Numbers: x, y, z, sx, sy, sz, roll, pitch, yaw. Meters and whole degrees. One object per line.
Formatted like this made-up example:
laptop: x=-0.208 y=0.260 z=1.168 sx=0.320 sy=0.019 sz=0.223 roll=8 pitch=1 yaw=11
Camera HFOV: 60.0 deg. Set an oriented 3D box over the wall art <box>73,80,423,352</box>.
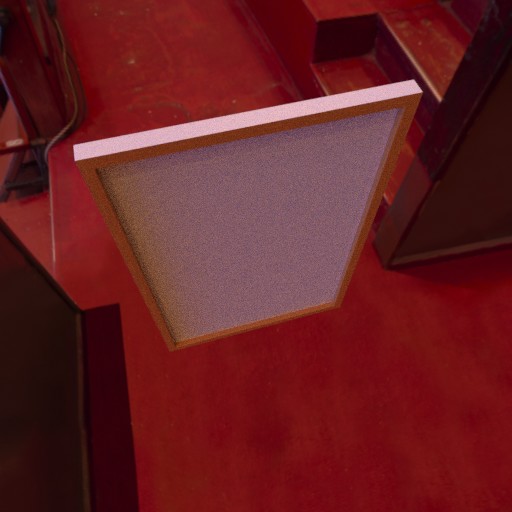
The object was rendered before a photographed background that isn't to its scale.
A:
wall art: x=0.000 y=0.000 z=1.149 sx=0.610 sy=0.916 sz=0.037 roll=-14 pitch=60 yaw=-8
